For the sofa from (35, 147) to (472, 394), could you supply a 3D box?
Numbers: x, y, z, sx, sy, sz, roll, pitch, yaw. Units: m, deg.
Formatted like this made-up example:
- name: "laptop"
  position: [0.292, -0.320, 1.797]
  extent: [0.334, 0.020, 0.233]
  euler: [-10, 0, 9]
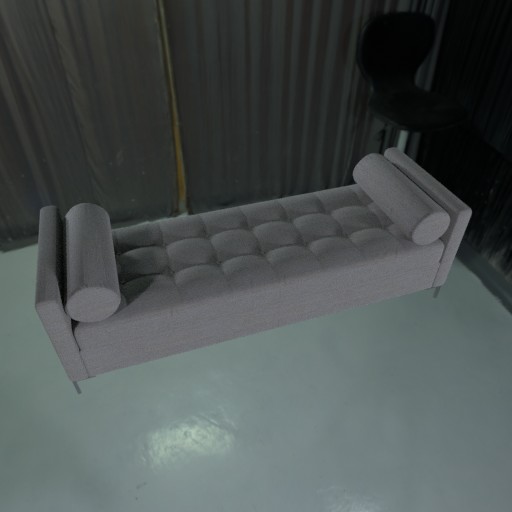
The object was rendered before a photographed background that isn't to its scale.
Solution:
- name: "sofa"
  position: [0.000, 0.000, 2.331]
  extent: [1.981, 0.635, 0.686]
  euler: [-12, 43, -14]
